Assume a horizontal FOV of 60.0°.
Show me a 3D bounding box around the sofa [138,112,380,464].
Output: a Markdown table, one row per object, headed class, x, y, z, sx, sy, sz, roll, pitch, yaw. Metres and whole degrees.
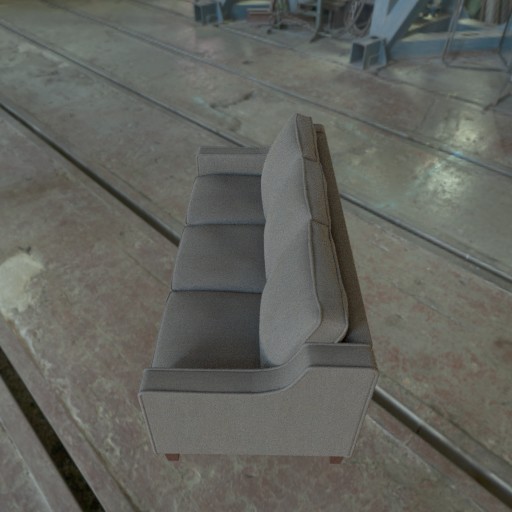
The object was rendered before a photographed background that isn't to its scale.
| class | x | y | z | sx | sy | sz | roll | pitch | yaw |
| --- | --- | --- | --- | --- | --- | --- | --- | --- | --- |
| sofa | 0.000 | 0.000 | 2.525 | 0.911 | 0.974 | 1.986 | 1 | 41 | 1 |
